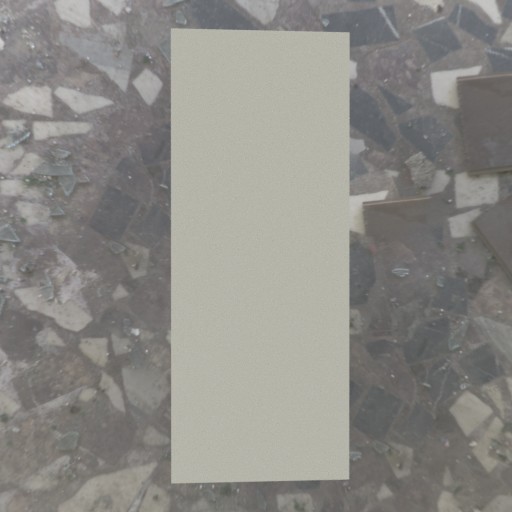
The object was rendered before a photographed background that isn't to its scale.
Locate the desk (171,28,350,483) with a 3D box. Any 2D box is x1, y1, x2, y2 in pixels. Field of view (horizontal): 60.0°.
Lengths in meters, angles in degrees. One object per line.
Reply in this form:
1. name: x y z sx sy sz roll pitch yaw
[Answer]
1. desk: 0.000 0.000 1.884 0.603 0.773 1.530 0 90 -3
